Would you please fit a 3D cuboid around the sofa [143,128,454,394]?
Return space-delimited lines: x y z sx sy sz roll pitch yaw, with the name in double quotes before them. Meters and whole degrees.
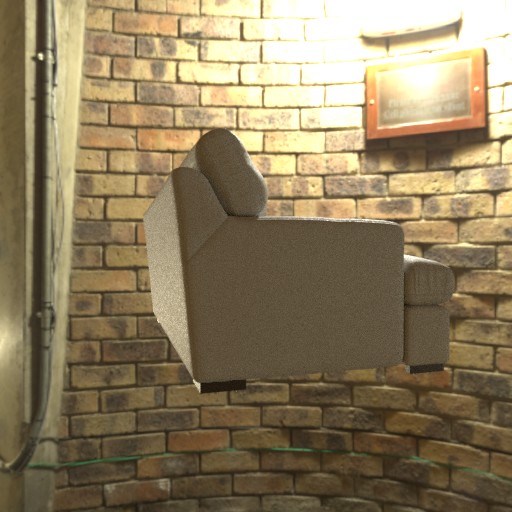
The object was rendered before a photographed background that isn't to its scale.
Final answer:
"sofa" 0.000 0.000 2.491 1.143 0.940 1.880 0 0 -17
